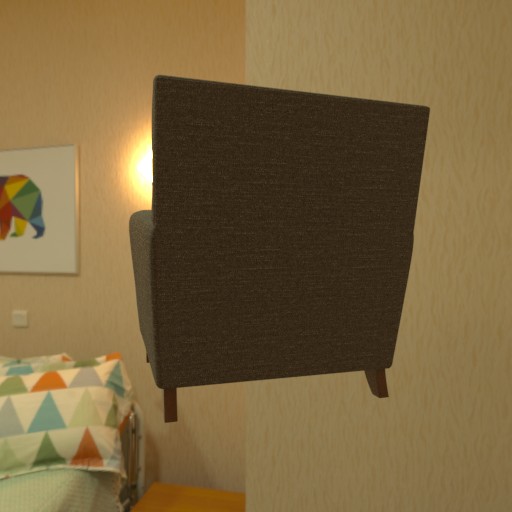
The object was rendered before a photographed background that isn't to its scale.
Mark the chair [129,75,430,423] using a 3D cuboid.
[{"bbox_3d":[0.000,0.000,1.560,0.838,0.885,0.875,0,1,-18],"label":"chair"}]
